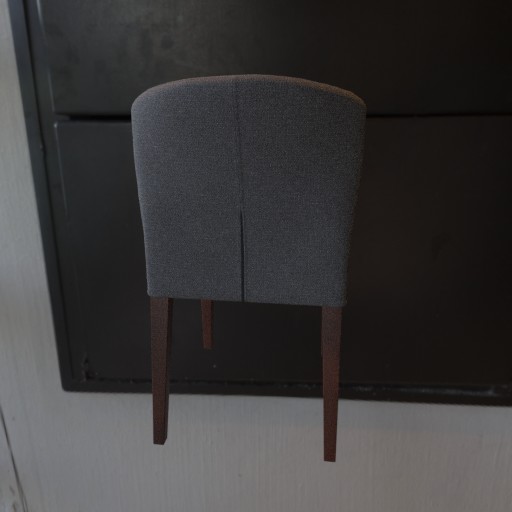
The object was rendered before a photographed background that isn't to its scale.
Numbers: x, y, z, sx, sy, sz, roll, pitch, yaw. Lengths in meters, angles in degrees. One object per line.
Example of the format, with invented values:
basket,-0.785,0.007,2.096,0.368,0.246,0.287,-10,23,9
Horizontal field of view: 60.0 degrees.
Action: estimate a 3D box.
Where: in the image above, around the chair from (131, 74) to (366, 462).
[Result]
chair,0.000,0.000,1.170,0.491,0.839,0.589,2,17,8
